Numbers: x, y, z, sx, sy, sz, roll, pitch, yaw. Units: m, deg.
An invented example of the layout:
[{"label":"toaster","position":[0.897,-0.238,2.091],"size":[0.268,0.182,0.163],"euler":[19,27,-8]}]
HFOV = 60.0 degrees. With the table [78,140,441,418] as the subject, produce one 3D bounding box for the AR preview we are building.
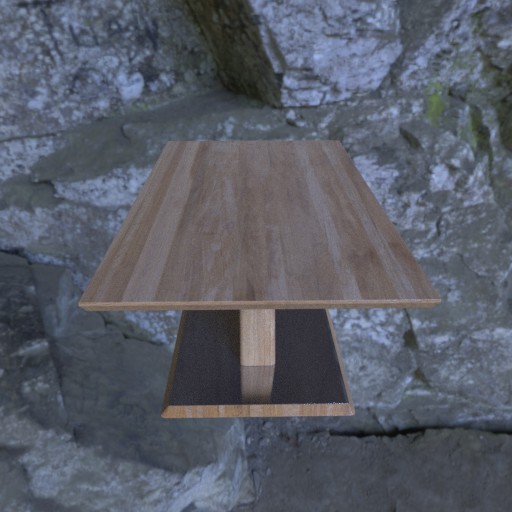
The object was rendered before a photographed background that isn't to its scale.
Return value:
[{"label":"table","position":[0.000,0.000,1.427],"size":[0.692,0.441,1.100],"euler":[0,30,-1]}]
